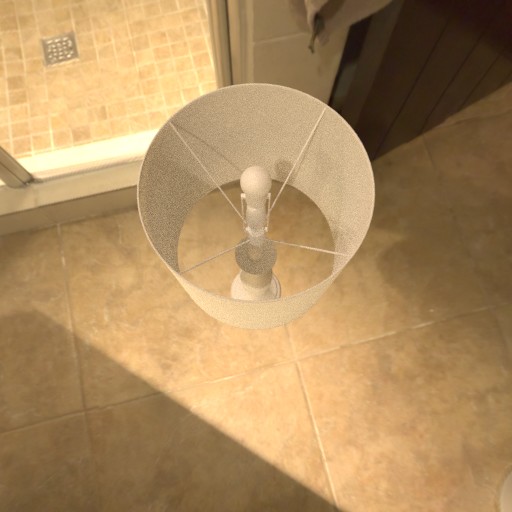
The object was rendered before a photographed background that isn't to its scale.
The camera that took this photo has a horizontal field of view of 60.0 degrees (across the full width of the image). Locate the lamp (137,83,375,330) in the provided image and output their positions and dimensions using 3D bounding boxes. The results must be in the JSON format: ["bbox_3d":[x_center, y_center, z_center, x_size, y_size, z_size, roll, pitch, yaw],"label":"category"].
[{"bbox_3d":[0.000,0.000,0.732,0.250,0.597,0.250,38,78,10],"label":"lamp"}]
